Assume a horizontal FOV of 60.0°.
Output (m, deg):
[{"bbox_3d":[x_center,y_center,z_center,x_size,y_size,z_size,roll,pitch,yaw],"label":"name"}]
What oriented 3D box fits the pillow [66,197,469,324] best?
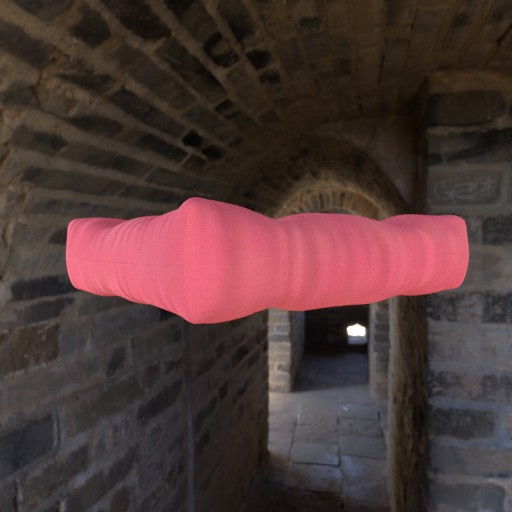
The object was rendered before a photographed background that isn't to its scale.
[{"bbox_3d":[0.000,0.000,0.710,0.490,0.128,0.468,-1,1,-36],"label":"pillow"}]
